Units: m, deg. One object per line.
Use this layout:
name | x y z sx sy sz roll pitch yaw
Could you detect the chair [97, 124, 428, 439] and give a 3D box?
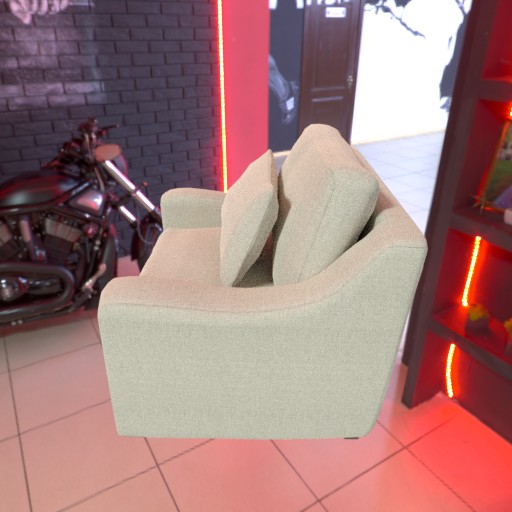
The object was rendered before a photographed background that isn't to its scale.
chair | 0.000 0.000 1.912 1.009 1.016 1.178 1 27 1
